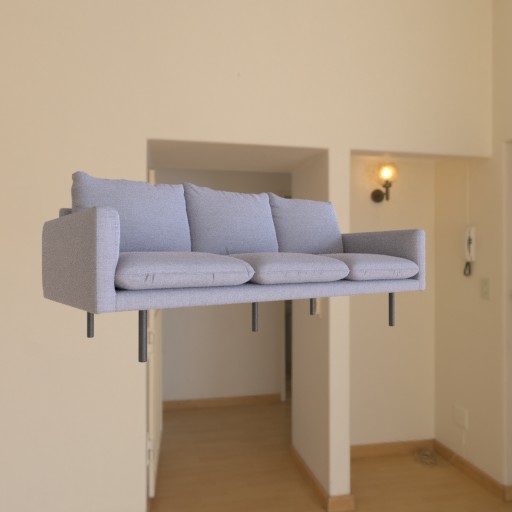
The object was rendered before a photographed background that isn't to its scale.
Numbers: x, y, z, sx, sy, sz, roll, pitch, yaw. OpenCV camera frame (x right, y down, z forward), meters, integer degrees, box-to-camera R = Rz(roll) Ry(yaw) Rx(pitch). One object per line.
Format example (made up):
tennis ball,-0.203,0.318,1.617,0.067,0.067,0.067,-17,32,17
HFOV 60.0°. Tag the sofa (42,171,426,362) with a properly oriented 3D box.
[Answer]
sofa,0.000,0.000,2.436,2.000,0.830,0.850,0,-1,-37
